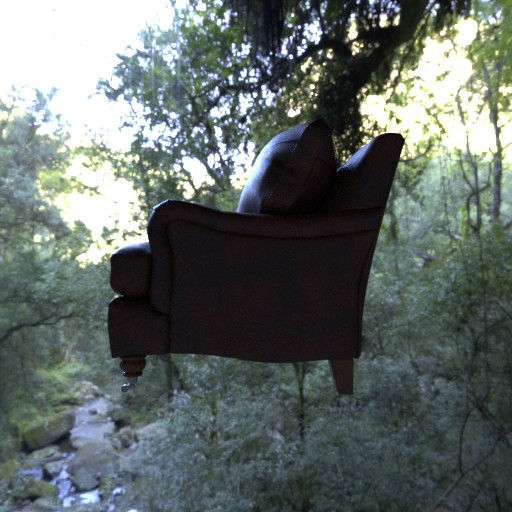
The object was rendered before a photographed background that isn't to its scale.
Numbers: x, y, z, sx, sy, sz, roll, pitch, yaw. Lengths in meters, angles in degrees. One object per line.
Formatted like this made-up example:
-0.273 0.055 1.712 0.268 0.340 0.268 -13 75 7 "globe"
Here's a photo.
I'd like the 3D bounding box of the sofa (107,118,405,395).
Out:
0.000 0.000 2.423 1.148 1.070 1.628 0 -1 0 "sofa"
